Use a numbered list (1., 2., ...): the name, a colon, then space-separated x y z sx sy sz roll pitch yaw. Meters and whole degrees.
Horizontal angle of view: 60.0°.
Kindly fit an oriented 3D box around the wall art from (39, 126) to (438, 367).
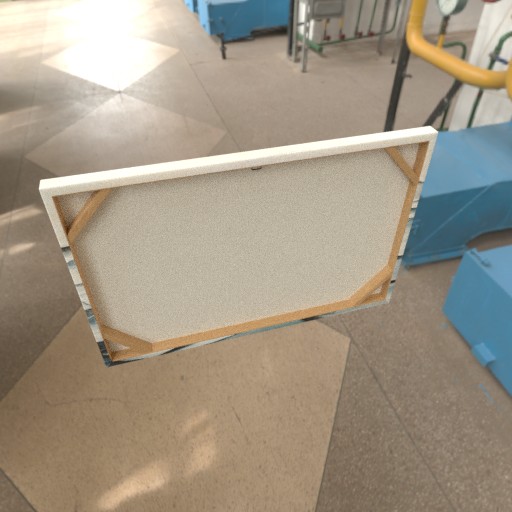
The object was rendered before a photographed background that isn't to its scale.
1. wall art: 0.000 0.000 1.194 0.914 0.609 0.039 -11 42 -12
